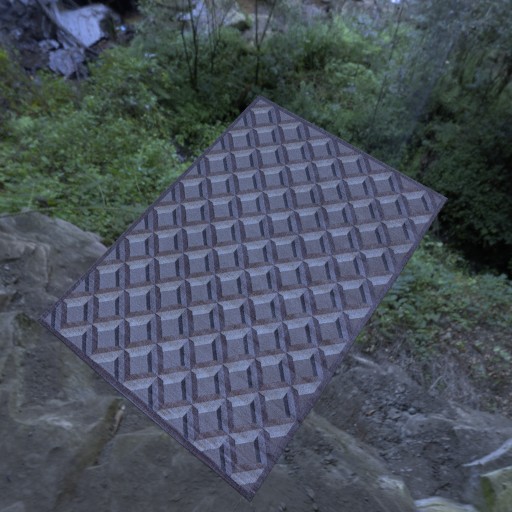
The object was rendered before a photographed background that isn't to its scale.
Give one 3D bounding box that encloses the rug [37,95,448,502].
[{"bbox_3d":[0.000,0.000,2.834,1.600,0.013,2.260,34,69,15],"label":"rug"}]
